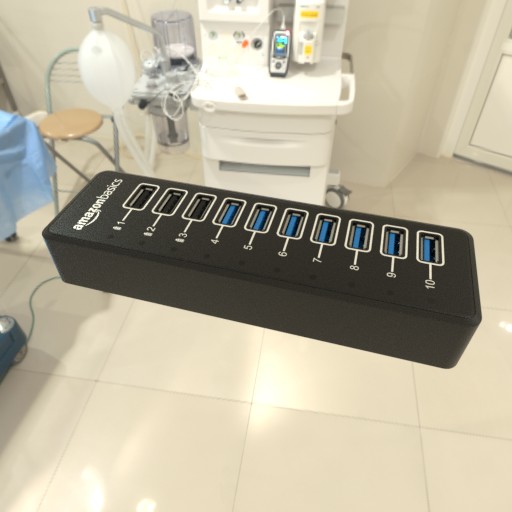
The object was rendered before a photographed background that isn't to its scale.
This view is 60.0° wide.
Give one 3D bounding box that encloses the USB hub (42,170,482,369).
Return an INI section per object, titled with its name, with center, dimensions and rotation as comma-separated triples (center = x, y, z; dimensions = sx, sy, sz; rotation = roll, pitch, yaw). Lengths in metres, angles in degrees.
[USB hub]
center = 0.000, 0.000, 0.161
dimensions = 0.145, 0.023, 0.044
rotation = 11, 45, 11
